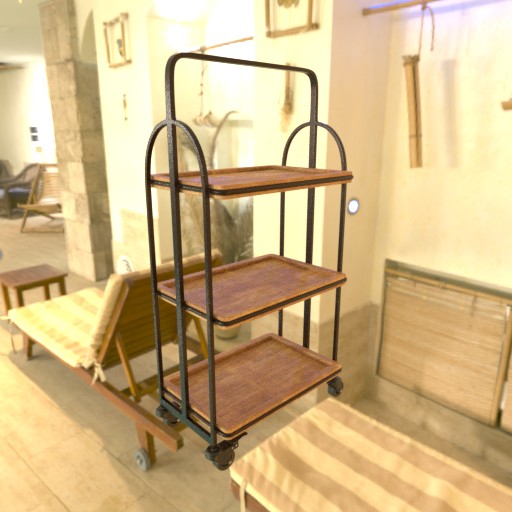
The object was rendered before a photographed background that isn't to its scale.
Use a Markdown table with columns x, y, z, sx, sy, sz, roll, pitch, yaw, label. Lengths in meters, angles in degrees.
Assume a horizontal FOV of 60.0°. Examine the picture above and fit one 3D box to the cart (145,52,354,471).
| x | y | z | sx | sy | sz | roll | pitch | yaw | label |
| --- | --- | --- | --- | --- | --- | --- | --- | --- | --- |
| 0.000 | 0.000 | 1.236 | 0.553 | 1.001 | 0.327 | -15 | 22 | -41 | cart |
